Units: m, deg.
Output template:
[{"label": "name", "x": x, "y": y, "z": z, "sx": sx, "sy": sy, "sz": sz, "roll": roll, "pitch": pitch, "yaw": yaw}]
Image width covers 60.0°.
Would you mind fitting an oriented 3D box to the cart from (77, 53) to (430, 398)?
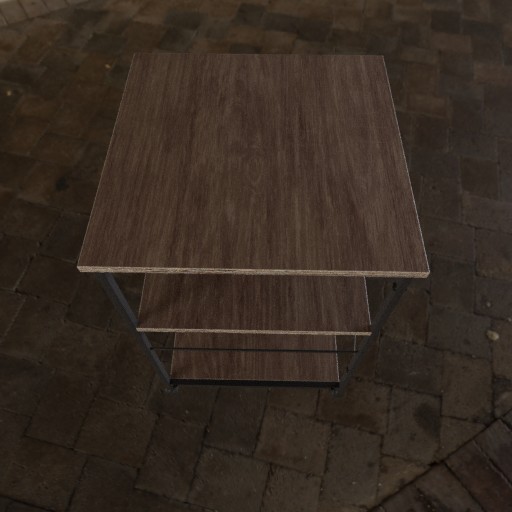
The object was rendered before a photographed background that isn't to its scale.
[{"label": "cart", "x": 0.000, "y": 0.000, "z": 1.113, "sx": 0.520, "sy": 0.762, "sz": 0.521, "roll": 1, "pitch": 58, "yaw": 1}]
